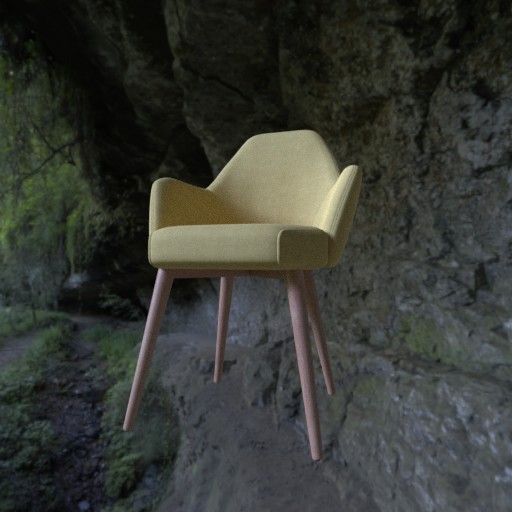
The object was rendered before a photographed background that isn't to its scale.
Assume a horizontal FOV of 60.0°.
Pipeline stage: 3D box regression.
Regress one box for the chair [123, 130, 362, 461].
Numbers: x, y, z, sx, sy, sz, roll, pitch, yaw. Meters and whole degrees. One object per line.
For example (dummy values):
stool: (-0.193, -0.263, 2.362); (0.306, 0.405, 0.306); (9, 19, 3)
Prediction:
chair: (0.000, 0.000, 1.240); (0.590, 0.840, 0.610); (0, 0, 19)
